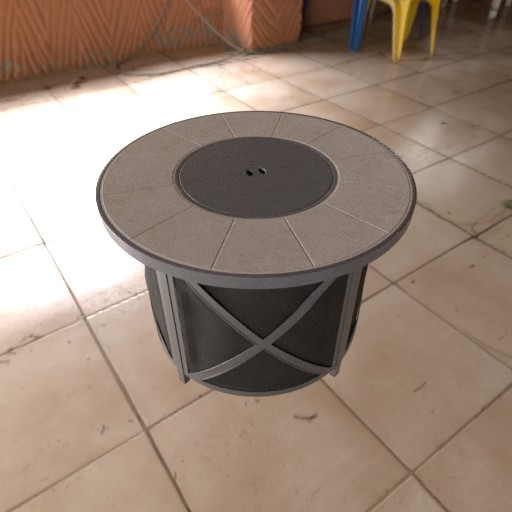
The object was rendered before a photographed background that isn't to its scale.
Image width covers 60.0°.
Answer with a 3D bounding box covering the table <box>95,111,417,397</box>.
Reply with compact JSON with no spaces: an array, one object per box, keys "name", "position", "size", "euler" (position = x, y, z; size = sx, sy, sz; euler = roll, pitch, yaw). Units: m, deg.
[{"name":"table","position":[0.000,0.000,1.517],"size":[0.914,0.650,0.914],"euler":[0,40,0]}]
